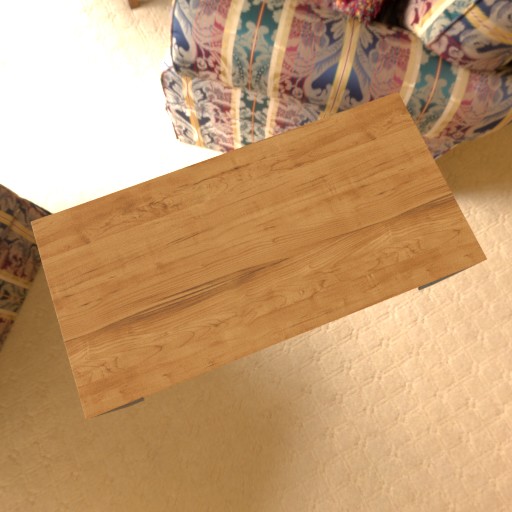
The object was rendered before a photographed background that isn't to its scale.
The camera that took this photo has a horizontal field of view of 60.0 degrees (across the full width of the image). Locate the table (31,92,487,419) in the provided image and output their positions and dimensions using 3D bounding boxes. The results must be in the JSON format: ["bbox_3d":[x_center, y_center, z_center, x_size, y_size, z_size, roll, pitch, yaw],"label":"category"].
[{"bbox_3d":[0.000,0.000,1.466,1.180,0.400,0.590,-21,77,-5],"label":"table"}]
